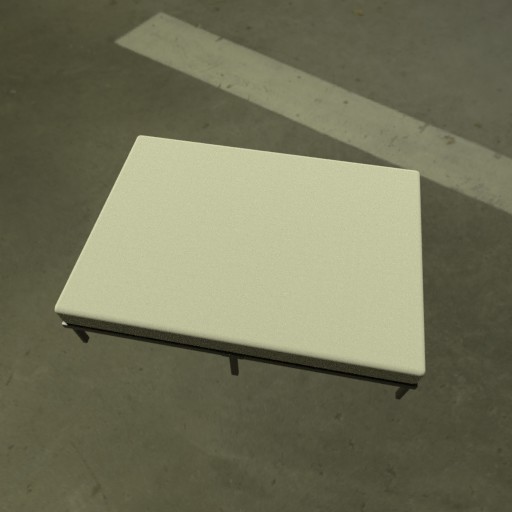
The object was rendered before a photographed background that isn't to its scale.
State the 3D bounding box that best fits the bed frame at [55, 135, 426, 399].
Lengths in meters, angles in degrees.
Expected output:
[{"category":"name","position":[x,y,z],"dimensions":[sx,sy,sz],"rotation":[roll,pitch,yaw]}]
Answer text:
[{"category":"bed frame","position":[0.000,0.000,3.810],"dimensions":[2.842,0.680,2.205],"rotation":[15,58,10]}]
